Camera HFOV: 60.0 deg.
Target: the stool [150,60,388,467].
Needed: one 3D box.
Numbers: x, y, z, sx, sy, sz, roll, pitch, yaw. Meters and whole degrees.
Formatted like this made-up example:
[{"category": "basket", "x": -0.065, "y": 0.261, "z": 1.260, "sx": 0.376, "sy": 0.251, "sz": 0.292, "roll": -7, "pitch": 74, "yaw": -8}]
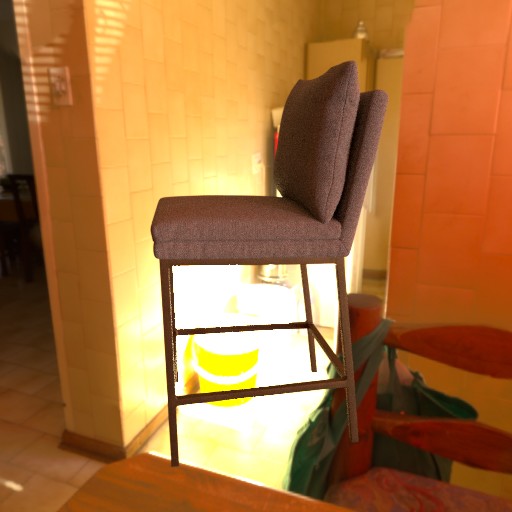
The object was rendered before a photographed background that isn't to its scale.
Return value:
[{"category": "stool", "x": 0.000, "y": 0.000, "z": 1.310, "sx": 0.569, "sy": 1.031, "sz": 0.463, "roll": -3, "pitch": 15, "yaw": -9}]
